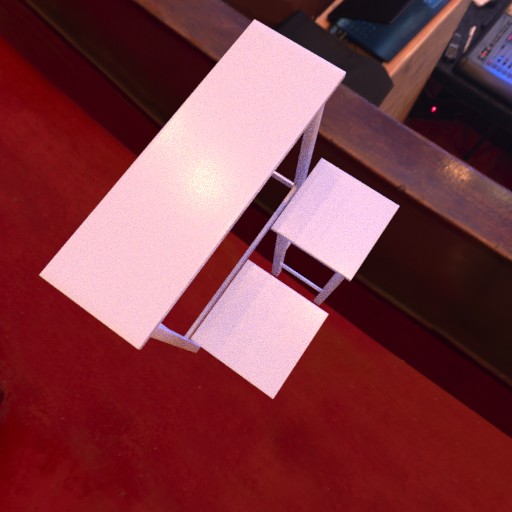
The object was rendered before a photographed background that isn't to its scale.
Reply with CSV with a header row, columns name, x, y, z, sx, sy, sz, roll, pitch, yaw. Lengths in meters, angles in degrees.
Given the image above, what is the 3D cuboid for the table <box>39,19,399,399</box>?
name,x,y,z,sx,sy,sz,roll,pitch,yaw
table,0.000,0.000,1.639,0.650,1.065,0.915,34,78,8
